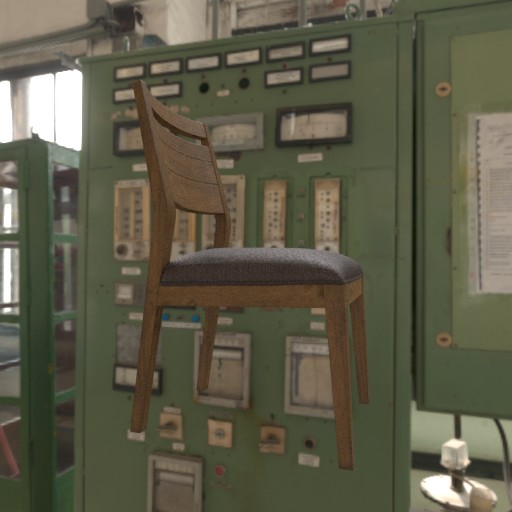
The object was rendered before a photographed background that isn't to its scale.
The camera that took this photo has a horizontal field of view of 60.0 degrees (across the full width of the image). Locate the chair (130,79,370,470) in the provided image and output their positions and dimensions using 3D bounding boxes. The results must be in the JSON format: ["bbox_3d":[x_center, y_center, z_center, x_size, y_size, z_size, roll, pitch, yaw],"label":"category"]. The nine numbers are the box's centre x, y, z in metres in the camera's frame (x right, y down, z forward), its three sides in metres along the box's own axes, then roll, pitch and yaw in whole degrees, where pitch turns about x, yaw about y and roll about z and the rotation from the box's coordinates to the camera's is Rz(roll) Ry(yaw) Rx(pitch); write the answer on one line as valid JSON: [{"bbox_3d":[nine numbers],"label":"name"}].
[{"bbox_3d":[0.000,0.000,1.298,0.610,0.939,0.501,0,0,18],"label":"chair"}]
